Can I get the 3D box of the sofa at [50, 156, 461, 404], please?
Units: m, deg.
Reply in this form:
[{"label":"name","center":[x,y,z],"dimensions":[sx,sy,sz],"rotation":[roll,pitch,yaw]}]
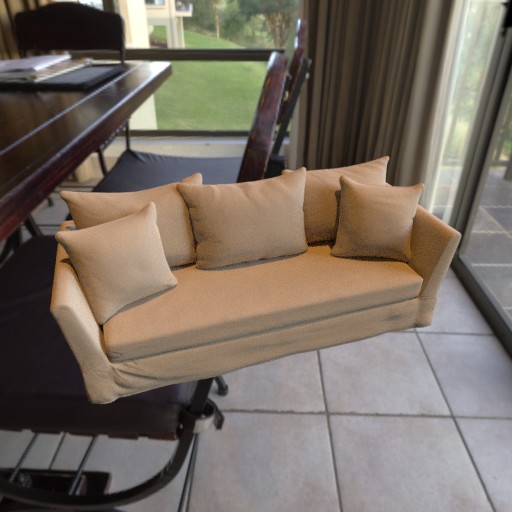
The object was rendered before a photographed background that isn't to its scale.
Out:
[{"label":"sofa","center":[0.000,0.000,3.060],"dimensions":[2.499,1.047,1.046],"rotation":[-10,33,-15]}]
